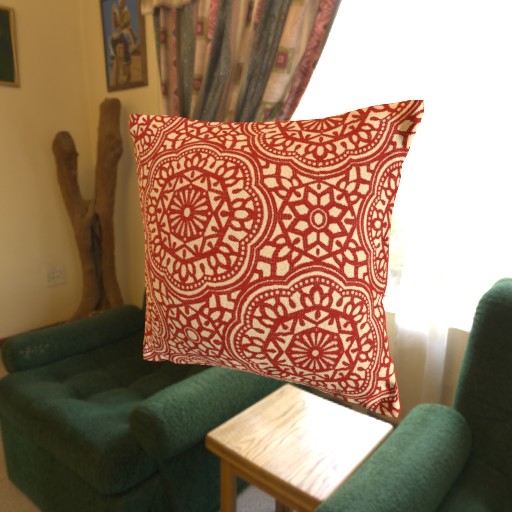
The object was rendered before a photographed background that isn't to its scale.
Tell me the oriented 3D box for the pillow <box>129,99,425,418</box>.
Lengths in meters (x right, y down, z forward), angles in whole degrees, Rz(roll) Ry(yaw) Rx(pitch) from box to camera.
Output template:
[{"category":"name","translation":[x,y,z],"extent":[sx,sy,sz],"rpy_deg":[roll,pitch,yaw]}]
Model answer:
[{"category":"pillow","translation":[0.000,0.000,0.654],"extent":[0.438,0.419,0.162],"rpy_deg":[6,14,24]}]
